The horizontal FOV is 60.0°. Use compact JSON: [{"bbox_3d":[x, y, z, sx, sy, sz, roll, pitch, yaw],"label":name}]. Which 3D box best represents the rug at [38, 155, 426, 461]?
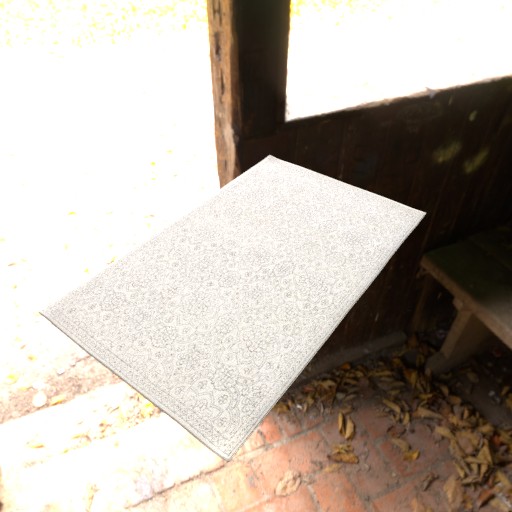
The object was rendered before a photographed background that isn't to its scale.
[{"bbox_3d":[0.000,0.000,2.465,1.214,0.023,1.947,27,48,27],"label":"rug"}]
